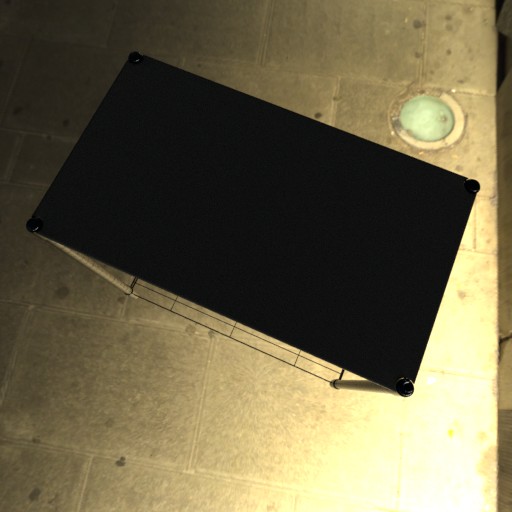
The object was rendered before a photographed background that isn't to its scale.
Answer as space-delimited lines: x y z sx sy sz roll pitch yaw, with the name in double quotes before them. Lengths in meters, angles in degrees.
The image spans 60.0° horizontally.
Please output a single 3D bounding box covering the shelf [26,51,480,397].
"shelf" 0.000 0.000 0.917 0.589 0.564 0.338 23 76 6
